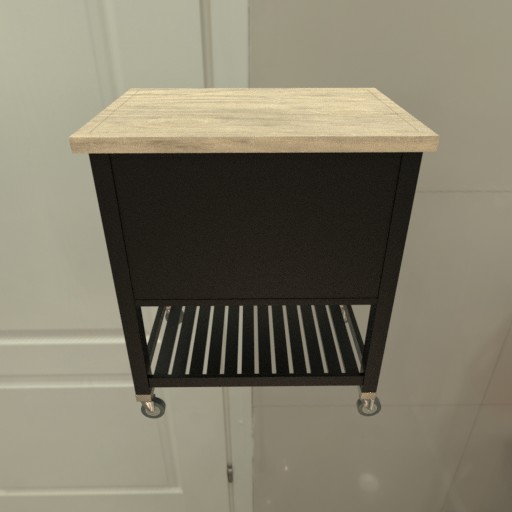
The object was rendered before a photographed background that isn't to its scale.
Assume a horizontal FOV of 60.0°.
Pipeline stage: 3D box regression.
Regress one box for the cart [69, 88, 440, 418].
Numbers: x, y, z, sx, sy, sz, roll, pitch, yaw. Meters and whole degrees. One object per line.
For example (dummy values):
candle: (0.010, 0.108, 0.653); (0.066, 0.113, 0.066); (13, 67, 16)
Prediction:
cart: (0.000, 0.000, 1.416); (0.797, 0.920, 0.567); (0, 31, -1)
